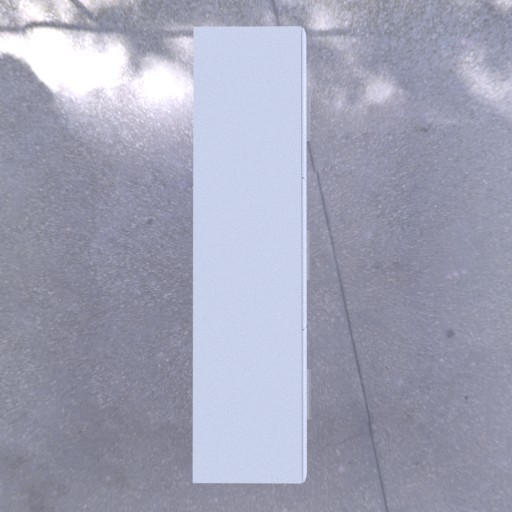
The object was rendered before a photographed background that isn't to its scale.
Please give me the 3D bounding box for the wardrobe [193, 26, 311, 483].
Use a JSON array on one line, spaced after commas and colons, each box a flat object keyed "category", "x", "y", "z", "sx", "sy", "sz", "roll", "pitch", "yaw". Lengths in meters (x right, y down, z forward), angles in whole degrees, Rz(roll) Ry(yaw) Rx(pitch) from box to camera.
[{"category": "wardrobe", "x": 0.000, "y": 0.000, "z": 1.900, "sx": 0.360, "sy": 1.200, "sz": 1.340, "roll": 0, "pitch": 89, "yaw": 0}]
